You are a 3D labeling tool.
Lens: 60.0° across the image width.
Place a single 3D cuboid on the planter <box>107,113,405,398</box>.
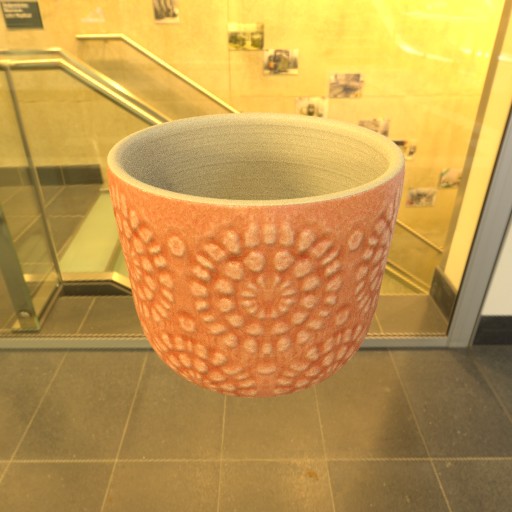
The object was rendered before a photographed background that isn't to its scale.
[{"bbox_3d":[0.000,0.000,0.216,0.124,0.109,0.124,0,31,0],"label":"planter"}]
